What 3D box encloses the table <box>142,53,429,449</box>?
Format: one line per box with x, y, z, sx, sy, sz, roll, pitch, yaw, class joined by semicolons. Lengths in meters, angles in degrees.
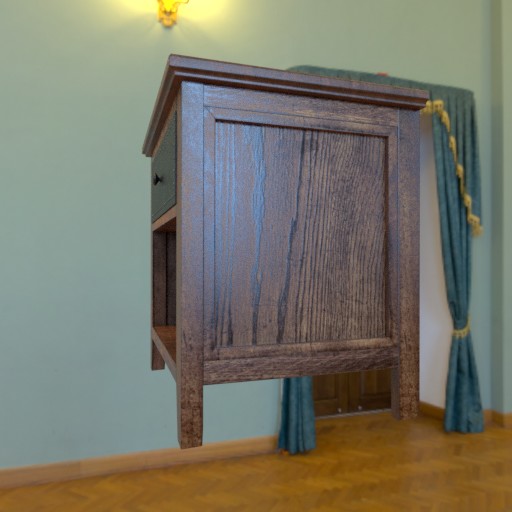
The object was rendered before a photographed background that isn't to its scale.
0.000;0.000;0.999;0.461;0.597;0.586;0;0;-18;table
